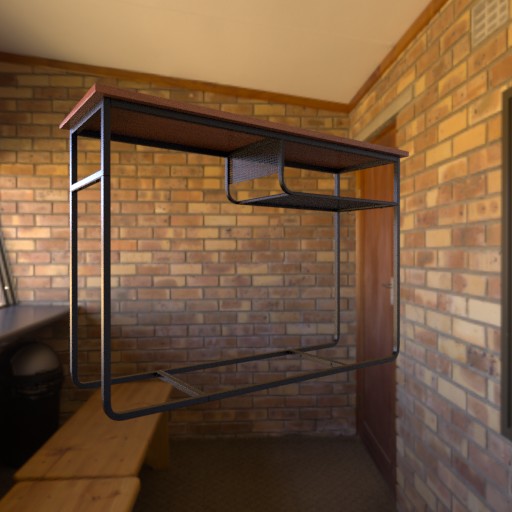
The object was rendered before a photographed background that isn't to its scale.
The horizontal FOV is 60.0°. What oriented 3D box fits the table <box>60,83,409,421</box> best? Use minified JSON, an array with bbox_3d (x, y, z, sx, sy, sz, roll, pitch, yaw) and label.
[{"bbox_3d":[0.000,0.000,1.418,1.100,0.750,0.350,0,0,-35],"label":"table"}]
